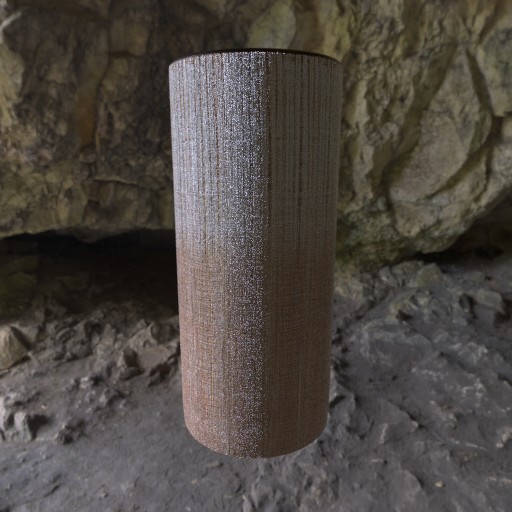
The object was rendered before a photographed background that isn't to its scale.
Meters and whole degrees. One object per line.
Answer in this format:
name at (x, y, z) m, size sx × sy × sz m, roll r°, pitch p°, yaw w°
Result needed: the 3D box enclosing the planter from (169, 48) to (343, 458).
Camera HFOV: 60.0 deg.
planter at (0.000, 0.000, 0.284) m, size 0.100 × 0.227 × 0.100 m, roll -7°, pitch 15°, yaw -25°
